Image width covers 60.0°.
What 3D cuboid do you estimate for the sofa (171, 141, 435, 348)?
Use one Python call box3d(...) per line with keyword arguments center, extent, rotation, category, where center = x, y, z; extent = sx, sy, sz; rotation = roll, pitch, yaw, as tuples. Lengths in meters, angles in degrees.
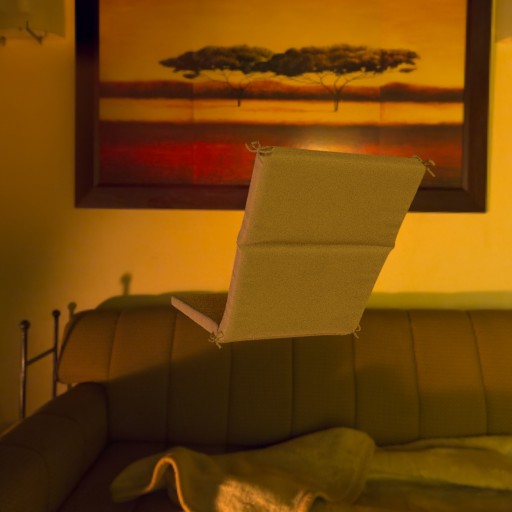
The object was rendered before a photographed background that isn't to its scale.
box3d(center=(0.000, 0.000, 1.980), extent=(0.582, 0.622, 1.663), rotation=(0, 0, -19), category="sofa")
